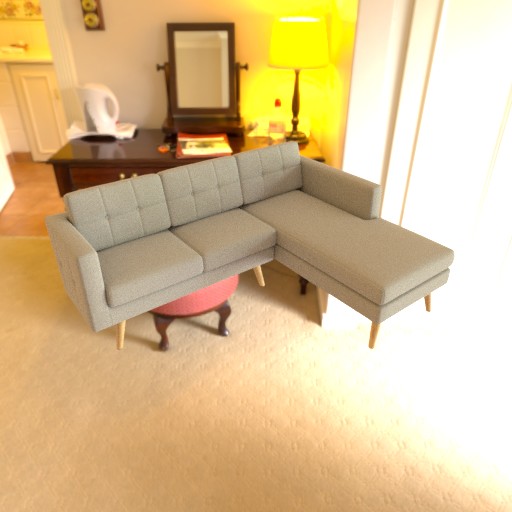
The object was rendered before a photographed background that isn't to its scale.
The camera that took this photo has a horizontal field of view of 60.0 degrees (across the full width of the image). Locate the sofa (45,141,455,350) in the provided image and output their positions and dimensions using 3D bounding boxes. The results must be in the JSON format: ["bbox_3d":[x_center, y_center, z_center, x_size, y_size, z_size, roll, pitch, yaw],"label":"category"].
[{"bbox_3d":[0.000,0.000,2.786,2.040,0.860,1.530,-21,37,-31],"label":"sofa"}]
